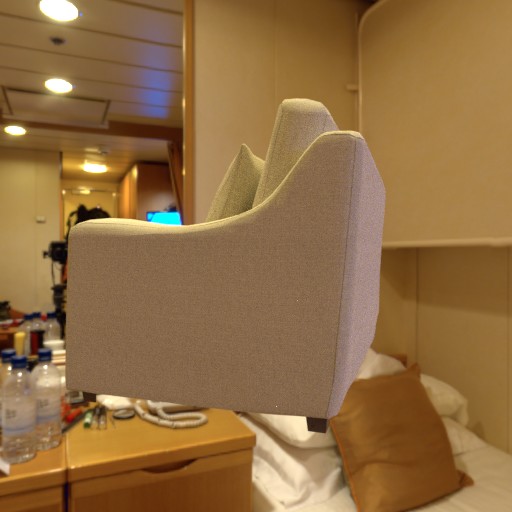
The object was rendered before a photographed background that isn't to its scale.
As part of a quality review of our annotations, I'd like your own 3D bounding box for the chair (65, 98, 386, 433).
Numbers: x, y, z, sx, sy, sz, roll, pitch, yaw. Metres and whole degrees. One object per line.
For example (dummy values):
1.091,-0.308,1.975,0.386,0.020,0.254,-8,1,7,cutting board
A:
0.000,0.000,1.893,1.009,1.016,1.178,0,0,19,chair
